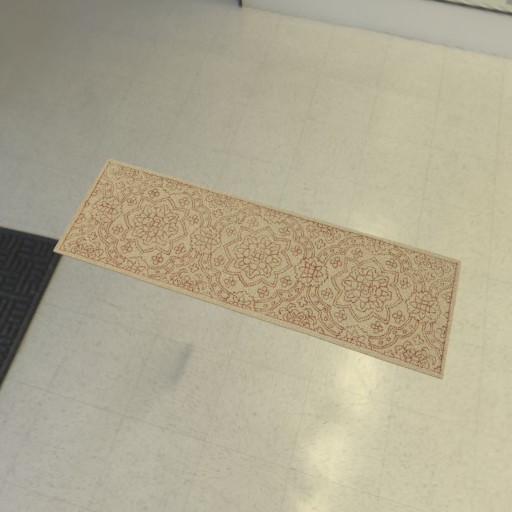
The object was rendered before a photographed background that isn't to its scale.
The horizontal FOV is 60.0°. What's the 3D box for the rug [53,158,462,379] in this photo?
[{"bbox_3d":[0.000,0.000,2.772,2.448,0.012,0.769,17,66,8],"label":"rug"}]
